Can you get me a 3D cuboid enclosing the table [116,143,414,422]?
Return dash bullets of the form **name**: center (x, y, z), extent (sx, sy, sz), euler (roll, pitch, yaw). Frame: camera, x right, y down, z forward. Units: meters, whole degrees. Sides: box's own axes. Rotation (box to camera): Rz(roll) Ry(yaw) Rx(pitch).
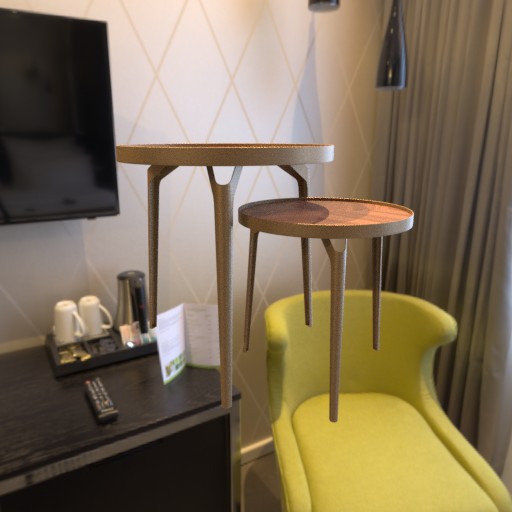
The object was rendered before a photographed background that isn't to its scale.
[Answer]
- **table**: center (0.000, 0.000, 1.144), extent (0.751, 0.555, 0.532), euler (8, 17, 27)
